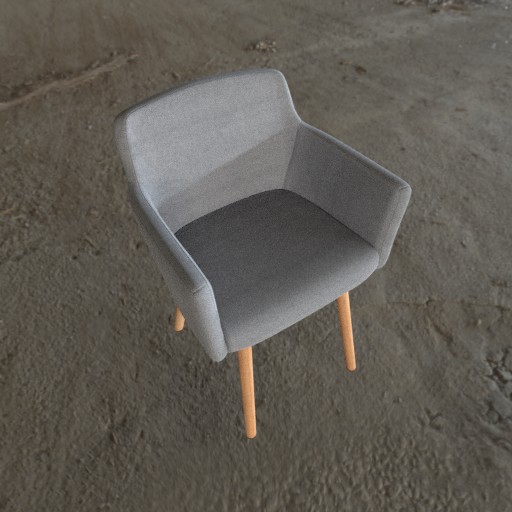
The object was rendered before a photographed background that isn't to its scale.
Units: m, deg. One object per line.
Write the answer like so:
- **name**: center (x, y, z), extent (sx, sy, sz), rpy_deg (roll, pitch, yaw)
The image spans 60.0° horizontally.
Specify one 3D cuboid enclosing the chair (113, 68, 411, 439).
- **chair**: center (0.000, 0.000, 1.187), extent (0.570, 0.780, 0.540), rpy_deg (-26, 51, -23)
